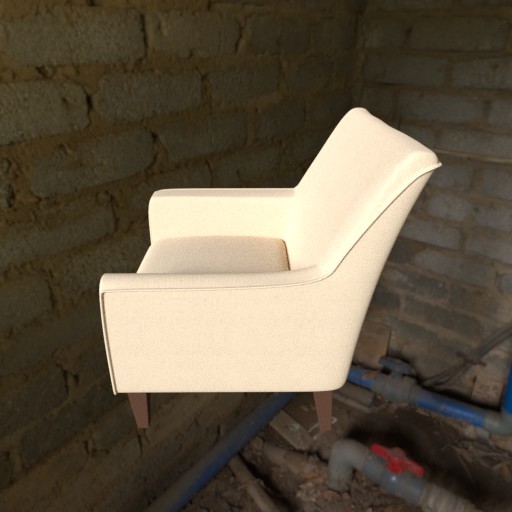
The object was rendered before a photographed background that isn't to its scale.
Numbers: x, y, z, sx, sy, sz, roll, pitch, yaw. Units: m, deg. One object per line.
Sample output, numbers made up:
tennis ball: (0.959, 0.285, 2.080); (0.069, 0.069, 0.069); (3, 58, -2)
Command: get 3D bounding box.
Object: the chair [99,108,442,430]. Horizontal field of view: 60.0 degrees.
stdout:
chair: (0.000, 0.000, 1.581); (0.899, 0.919, 0.780); (0, 26, 0)
